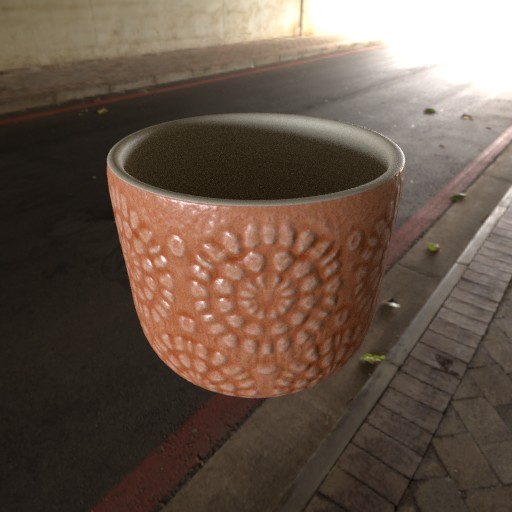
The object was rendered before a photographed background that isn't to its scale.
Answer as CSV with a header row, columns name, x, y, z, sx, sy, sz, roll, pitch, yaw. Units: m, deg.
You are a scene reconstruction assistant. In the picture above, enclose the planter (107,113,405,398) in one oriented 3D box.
name,x,y,z,sx,sy,sz,roll,pitch,yaw
planter,0.000,0.000,0.216,0.124,0.109,0.124,0,31,0
